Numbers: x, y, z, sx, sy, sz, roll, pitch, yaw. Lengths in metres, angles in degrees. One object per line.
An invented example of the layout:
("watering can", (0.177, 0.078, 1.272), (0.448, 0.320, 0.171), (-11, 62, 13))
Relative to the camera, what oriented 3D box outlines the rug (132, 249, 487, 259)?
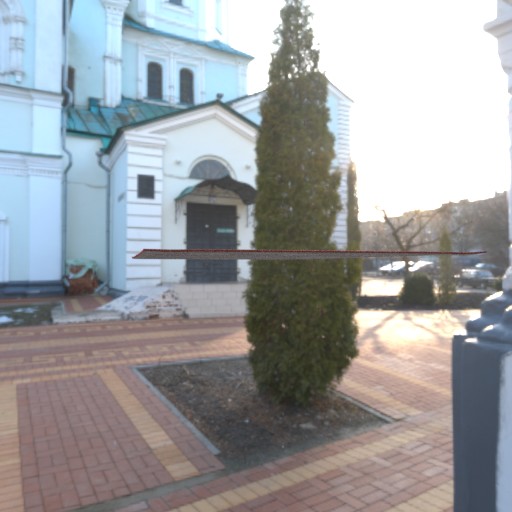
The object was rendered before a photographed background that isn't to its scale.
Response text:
("rug", (0.000, 0.000, 2.887), (1.521, 0.026, 2.286), (0, -1, -17))
